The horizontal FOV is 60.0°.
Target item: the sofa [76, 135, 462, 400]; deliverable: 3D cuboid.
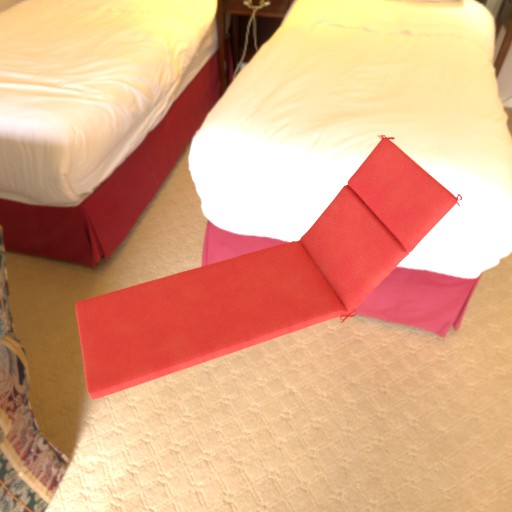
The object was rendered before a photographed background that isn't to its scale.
[{"bbox_3d":[0.000,0.000,1.989,1.663,0.622,0.582,-16,48,-15],"label":"sofa"}]
